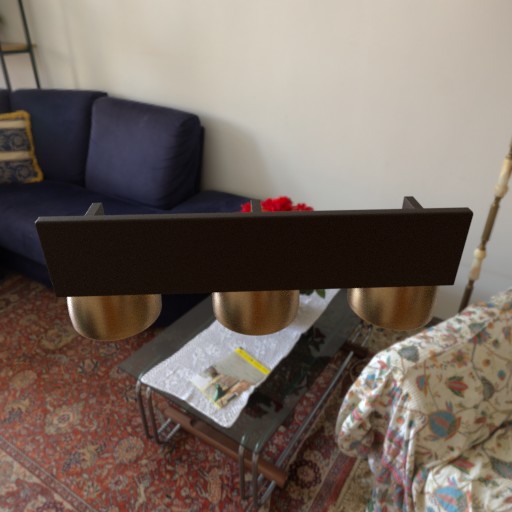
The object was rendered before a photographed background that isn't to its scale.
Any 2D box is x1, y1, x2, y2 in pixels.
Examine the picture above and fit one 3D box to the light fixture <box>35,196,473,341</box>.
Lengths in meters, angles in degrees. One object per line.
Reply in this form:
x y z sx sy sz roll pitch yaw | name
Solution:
0.000 0.000 0.664 0.582 0.204 0.157 -2 31 -3 | light fixture
